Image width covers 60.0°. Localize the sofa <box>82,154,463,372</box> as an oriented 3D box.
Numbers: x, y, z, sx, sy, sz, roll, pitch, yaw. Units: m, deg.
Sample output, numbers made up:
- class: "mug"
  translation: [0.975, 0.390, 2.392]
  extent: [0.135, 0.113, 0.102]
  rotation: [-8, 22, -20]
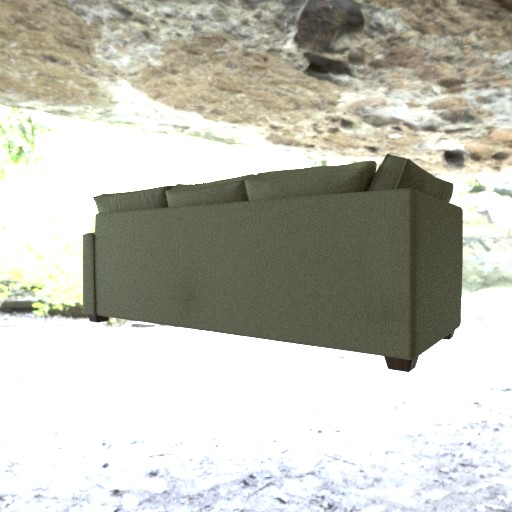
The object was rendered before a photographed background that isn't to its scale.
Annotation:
- class: "sofa"
  translation: [0.000, 0.000, 2.893]
  extent: [2.323, 0.948, 1.053]
  rotation: [1, 1, 36]
